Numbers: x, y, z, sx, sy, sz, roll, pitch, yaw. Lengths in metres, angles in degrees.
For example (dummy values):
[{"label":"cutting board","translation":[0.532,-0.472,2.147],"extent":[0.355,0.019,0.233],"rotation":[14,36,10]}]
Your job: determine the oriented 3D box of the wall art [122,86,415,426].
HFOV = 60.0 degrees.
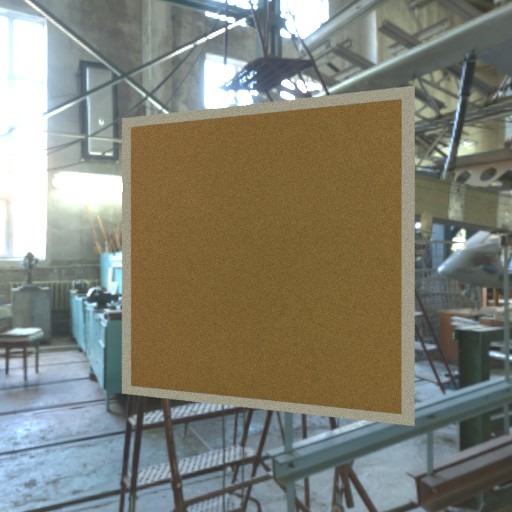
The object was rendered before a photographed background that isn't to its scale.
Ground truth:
[{"label":"wall art","translation":[0.000,0.000,0.755],"extent":[0.508,0.507,0.035],"rotation":[0,0,18]}]
